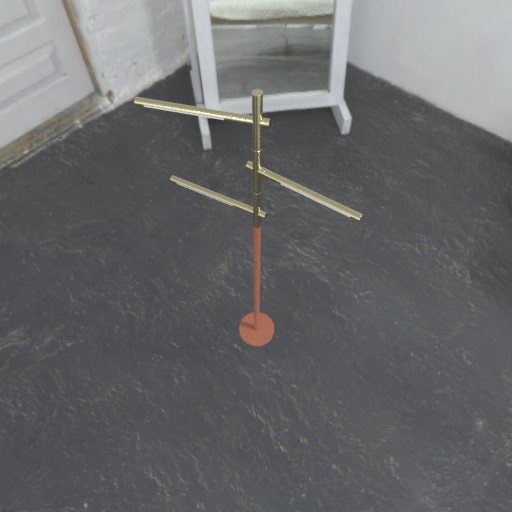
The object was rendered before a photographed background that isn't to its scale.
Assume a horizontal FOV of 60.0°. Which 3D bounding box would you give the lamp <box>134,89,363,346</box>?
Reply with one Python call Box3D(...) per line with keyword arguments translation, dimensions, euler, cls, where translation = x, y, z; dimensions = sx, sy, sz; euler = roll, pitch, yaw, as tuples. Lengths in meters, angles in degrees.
Box3D(translation=(0.000, 0.000, 1.923), dimensions=(0.737, 1.704, 0.209), euler=(16, 60, 10), cls="lamp")
